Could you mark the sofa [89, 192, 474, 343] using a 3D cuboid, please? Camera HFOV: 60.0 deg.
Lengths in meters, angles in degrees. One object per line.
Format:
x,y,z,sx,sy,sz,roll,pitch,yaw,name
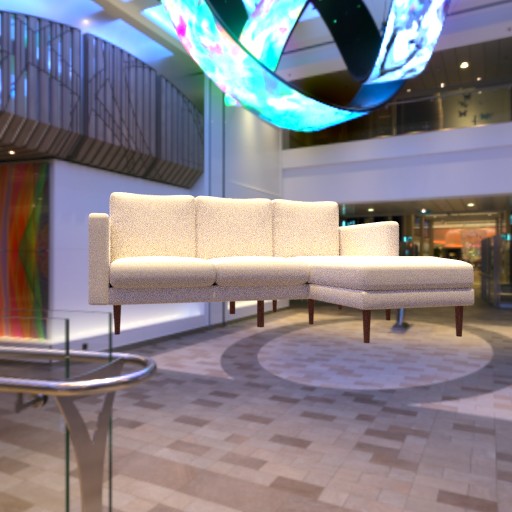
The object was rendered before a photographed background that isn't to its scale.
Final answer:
0.000,0.000,2.861,2.029,0.899,1.580,0,0,-18,sofa
